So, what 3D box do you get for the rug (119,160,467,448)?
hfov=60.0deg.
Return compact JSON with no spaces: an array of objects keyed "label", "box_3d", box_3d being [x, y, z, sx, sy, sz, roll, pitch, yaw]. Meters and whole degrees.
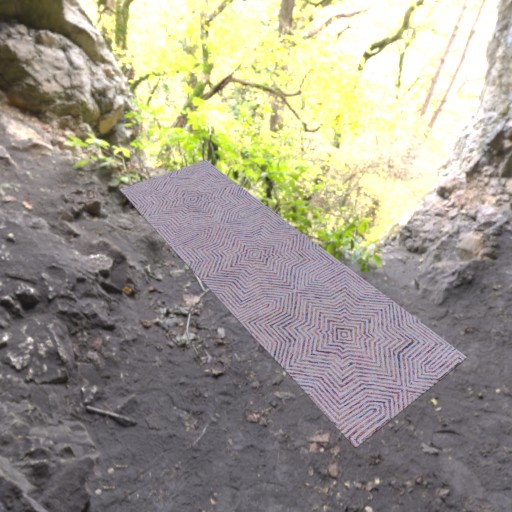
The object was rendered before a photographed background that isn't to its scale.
[{"label":"rug","box_3d":[0.000,0.000,2.731,0.771,0.009,2.443,-25,47,-27]}]
